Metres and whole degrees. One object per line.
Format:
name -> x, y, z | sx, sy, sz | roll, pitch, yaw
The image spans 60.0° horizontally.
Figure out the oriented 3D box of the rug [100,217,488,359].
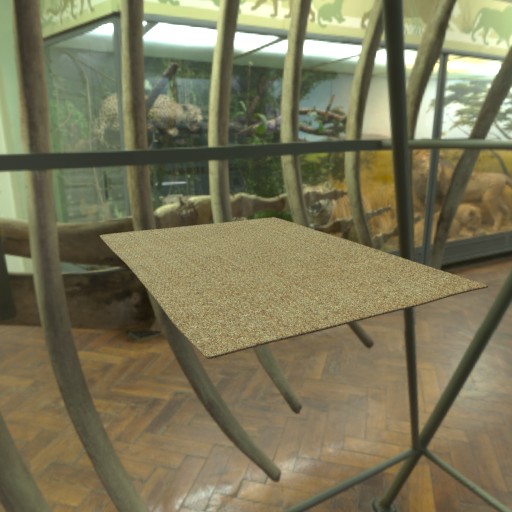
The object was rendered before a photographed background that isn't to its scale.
rug -> 0.000, 0.000, 2.772 | 1.566, 0.013, 2.141 | -8, 18, -28
